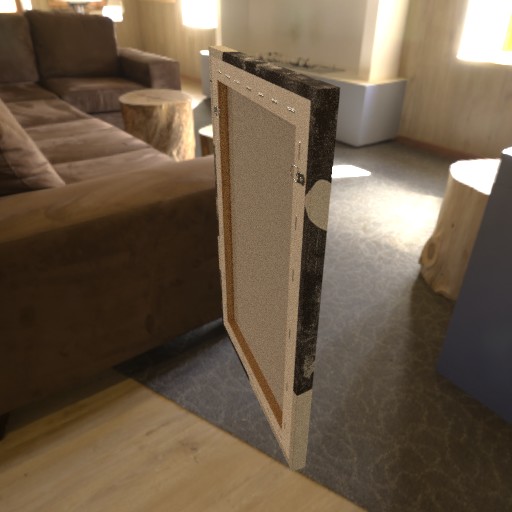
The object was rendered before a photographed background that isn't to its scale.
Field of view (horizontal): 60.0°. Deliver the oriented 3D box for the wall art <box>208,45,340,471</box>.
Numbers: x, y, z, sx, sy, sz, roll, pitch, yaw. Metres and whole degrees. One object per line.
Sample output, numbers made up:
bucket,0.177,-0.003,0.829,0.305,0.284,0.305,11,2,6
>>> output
wall art,0.000,0.000,1.128,0.041,0.915,0.610,-11,33,-17
